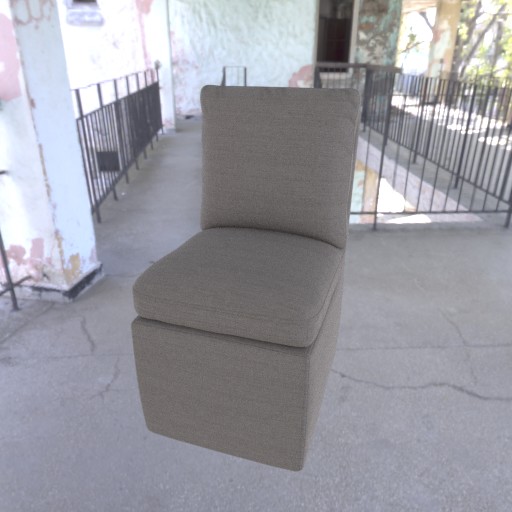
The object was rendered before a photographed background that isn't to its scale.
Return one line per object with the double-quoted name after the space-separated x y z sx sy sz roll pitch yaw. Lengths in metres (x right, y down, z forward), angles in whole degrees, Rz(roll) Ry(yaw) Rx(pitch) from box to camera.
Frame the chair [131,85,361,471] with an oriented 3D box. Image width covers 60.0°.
0.000 0.000 1.329 0.503 0.927 0.698 8 26 16 "chair"
